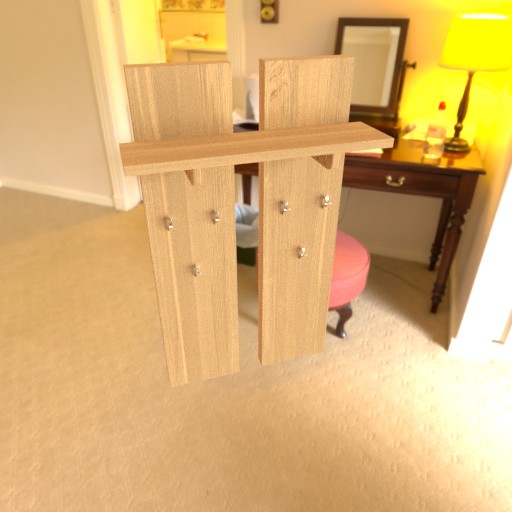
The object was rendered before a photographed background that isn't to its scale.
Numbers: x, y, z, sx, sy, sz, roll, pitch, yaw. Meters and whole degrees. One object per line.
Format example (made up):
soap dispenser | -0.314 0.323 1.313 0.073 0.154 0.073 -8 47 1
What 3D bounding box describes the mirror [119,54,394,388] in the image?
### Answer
mirror | 0.000 0.000 1.566 0.800 1.250 0.260 -10 33 -15
